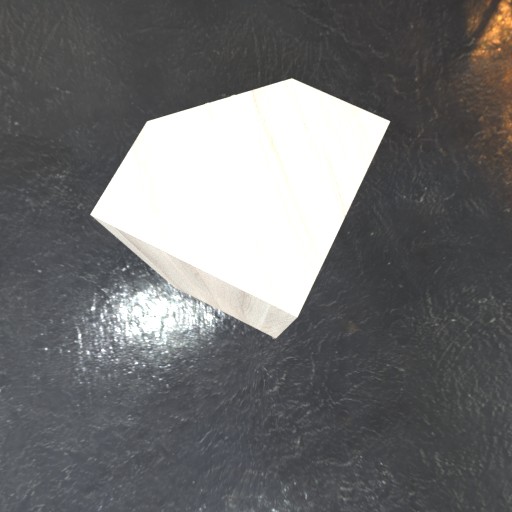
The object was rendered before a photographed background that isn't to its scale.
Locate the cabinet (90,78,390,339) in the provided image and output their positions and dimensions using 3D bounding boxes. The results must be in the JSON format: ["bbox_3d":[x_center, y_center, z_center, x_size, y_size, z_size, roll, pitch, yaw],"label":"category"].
[{"bbox_3d":[0.000,0.000,2.708,1.272,1.957,0.969,-18,78,-4],"label":"cabinet"}]
